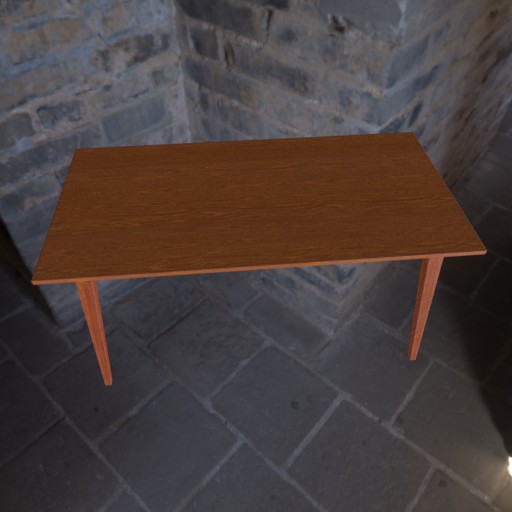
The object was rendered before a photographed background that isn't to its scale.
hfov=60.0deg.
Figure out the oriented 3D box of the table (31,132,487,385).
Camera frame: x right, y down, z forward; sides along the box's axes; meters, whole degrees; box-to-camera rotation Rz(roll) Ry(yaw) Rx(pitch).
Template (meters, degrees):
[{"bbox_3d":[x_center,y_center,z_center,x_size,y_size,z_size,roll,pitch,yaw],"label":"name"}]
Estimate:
[{"bbox_3d":[0.000,0.000,2.105,1.609,0.755,0.811,-4,47,-4],"label":"table"}]
